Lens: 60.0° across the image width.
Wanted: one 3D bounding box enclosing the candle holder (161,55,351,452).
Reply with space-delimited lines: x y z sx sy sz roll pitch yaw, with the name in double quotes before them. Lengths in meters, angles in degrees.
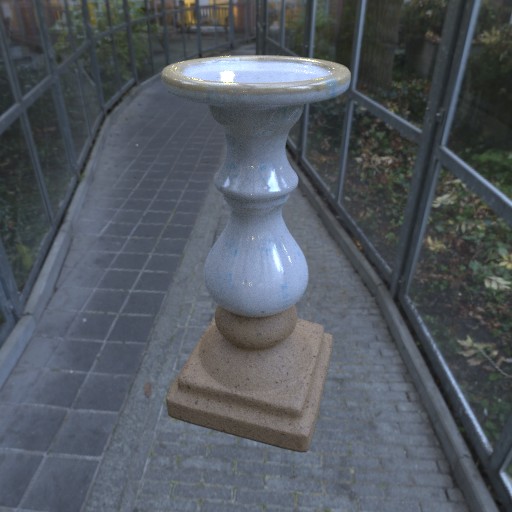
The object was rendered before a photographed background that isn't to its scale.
"candle holder" 0.000 0.000 0.301 0.110 0.239 0.110 9 33 15
